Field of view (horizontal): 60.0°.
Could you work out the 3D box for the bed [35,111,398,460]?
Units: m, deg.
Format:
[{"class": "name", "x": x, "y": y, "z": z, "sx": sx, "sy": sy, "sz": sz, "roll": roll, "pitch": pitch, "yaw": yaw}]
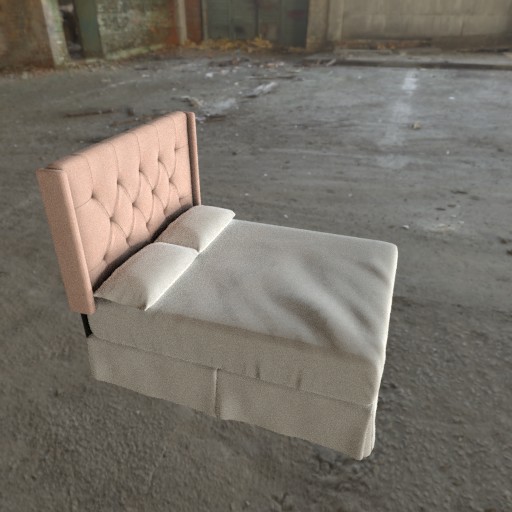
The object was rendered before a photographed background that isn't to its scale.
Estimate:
[{"class": "bed", "x": 0.000, "y": 0.000, "z": 3.287, "sx": 2.066, "sy": 1.665, "sz": 1.719, "roll": 10, "pitch": 31, "yaw": 17}]
